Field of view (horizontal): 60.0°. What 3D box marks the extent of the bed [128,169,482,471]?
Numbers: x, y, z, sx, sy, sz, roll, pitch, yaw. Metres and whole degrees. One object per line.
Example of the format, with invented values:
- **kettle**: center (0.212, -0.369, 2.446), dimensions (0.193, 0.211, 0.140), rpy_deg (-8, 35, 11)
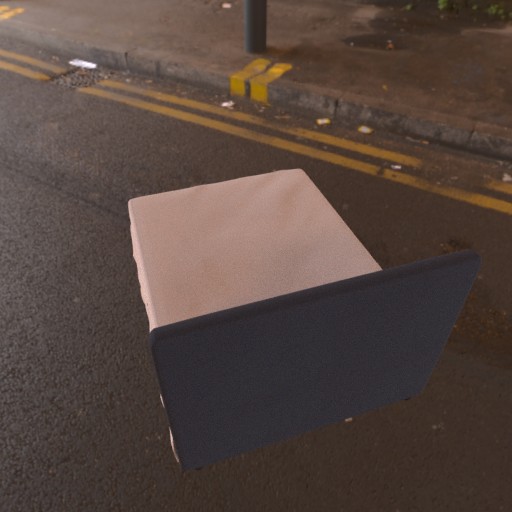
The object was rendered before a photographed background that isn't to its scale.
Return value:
- **bed**: center (0.000, 0.000, 3.163), dimensions (1.713, 1.330, 2.162), rpy_deg (-13, 43, -14)
